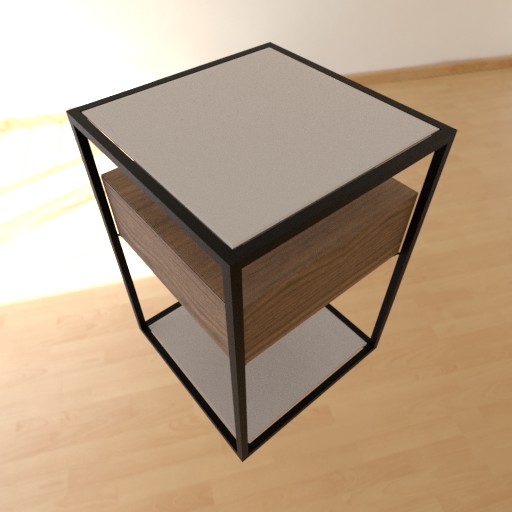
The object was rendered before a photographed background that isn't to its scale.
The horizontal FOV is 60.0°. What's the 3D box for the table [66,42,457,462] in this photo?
[{"bbox_3d":[0.000,0.000,0.798,0.378,0.540,0.378,-31,54,-26],"label":"table"}]
